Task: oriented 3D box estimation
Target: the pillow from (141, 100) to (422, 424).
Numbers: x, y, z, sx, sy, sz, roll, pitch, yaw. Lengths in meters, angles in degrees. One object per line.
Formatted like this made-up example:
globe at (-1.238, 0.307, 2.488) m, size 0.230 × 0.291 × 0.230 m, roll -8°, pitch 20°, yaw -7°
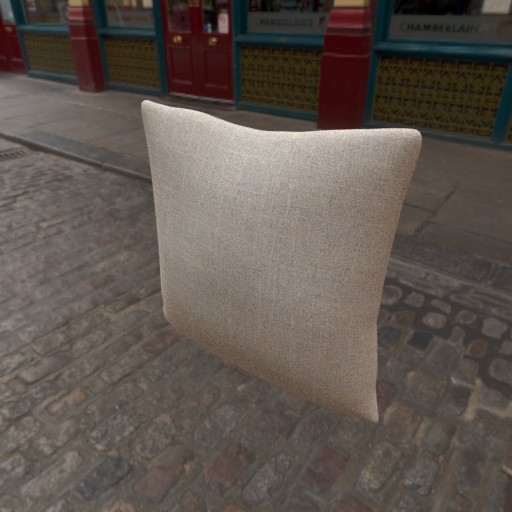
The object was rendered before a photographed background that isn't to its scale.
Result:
pillow at (0.000, 0.000, 0.868) m, size 0.578 × 0.558 × 0.192 m, roll 20°, pitch 34°, yaw 32°
